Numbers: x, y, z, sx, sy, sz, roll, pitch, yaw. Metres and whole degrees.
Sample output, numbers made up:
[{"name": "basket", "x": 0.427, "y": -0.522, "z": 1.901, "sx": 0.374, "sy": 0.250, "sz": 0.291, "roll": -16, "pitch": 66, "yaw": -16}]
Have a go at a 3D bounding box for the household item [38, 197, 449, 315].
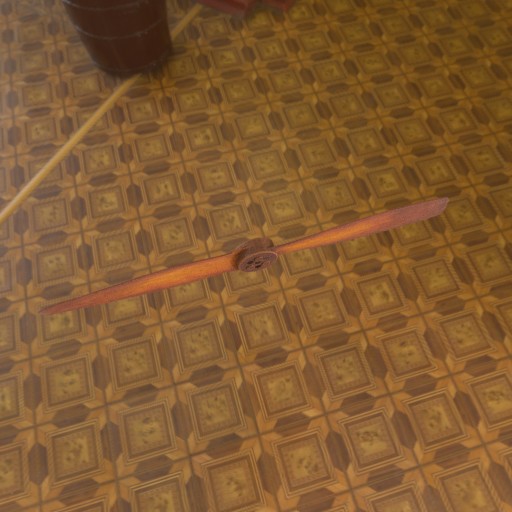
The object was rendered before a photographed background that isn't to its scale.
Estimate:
[{"name": "household item", "x": 0.000, "y": 0.000, "z": 1.239, "sx": 1.181, "sy": 0.121, "sz": 0.051, "roll": -15, "pitch": 65, "yaw": -7}]
